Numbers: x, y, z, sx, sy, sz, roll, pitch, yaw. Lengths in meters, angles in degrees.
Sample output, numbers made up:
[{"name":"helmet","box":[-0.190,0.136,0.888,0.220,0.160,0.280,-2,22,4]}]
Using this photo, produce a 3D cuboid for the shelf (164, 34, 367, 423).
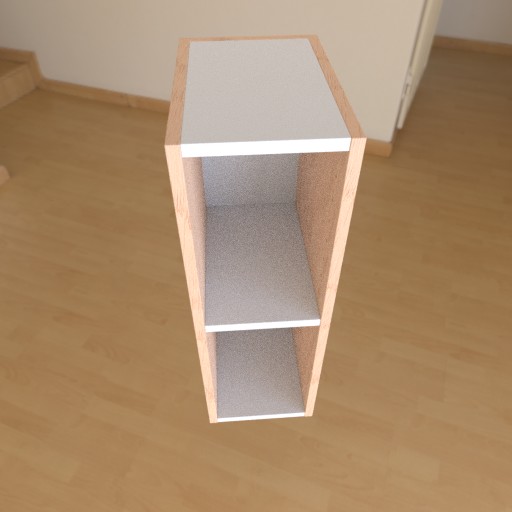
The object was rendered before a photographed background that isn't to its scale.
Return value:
[{"name":"shelf","box":[0.000,0.000,0.744,0.200,0.600,0.290,-3,45,-3]}]
